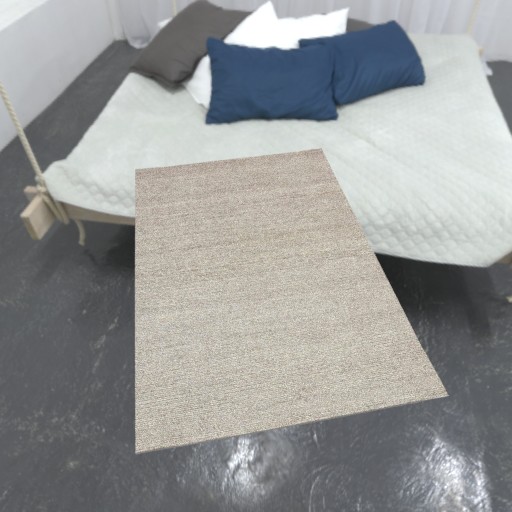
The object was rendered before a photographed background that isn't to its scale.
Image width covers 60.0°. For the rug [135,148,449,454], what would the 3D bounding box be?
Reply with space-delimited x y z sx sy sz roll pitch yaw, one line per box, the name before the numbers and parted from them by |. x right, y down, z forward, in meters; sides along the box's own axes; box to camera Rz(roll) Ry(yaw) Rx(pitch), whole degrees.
rug | 0.000 0.000 2.989 1.609 0.030 2.342 -8 47 -7
